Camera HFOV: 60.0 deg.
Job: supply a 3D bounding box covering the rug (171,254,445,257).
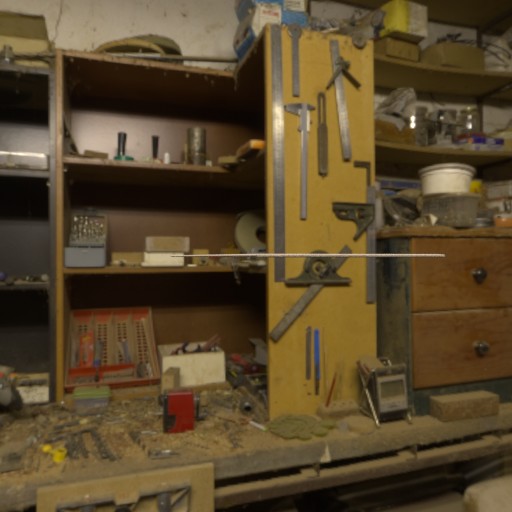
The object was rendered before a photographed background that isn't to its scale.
[{"bbox_3d":[0.000,0.000,2.753,0.769,0.012,2.448,0,0,-18],"label":"rug"}]
